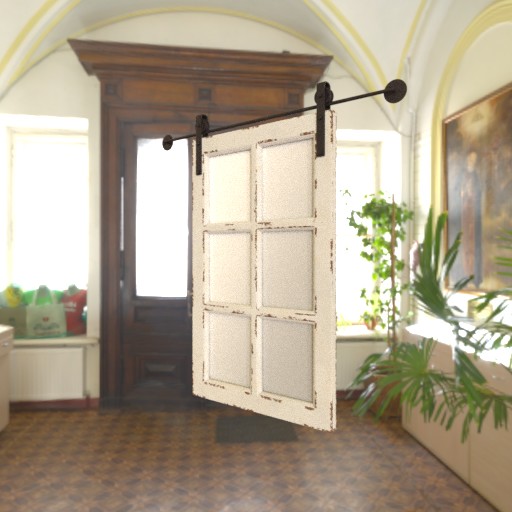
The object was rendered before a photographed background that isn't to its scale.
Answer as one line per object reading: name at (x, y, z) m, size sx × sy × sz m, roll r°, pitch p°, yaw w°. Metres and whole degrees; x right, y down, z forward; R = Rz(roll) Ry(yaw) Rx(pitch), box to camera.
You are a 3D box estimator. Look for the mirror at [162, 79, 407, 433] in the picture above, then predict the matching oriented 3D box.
mirror at (0.000, 0.000, 1.205) m, size 0.808 × 0.844 × 0.037 m, roll 0°, pitch 0°, yaw 38°
